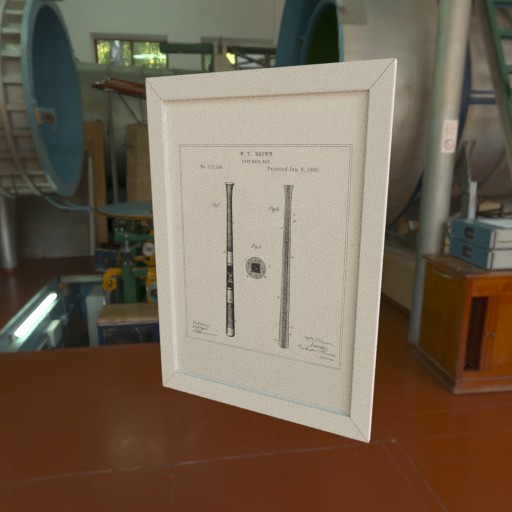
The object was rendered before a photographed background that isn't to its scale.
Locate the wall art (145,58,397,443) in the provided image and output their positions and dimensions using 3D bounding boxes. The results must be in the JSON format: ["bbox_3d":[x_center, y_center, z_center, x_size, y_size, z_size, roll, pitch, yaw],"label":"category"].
[{"bbox_3d":[0.000,0.000,0.675,0.374,0.529,0.012,7,15,25],"label":"wall art"}]
